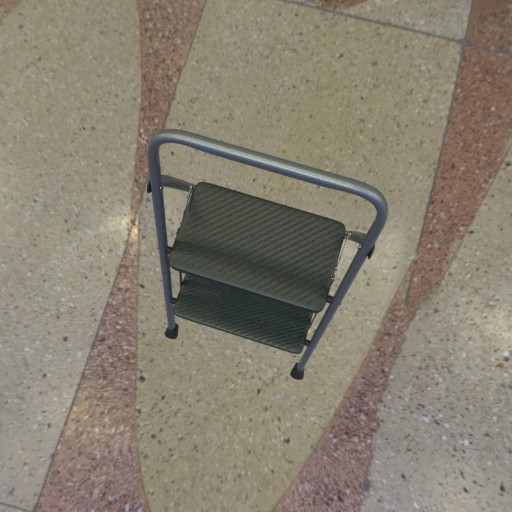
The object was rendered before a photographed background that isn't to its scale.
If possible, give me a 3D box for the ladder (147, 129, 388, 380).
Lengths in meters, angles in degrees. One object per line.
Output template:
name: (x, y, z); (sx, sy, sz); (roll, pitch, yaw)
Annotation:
ladder: (0.000, 0.000, 1.006); (0.430, 0.720, 0.472); (17, 77, 4)
